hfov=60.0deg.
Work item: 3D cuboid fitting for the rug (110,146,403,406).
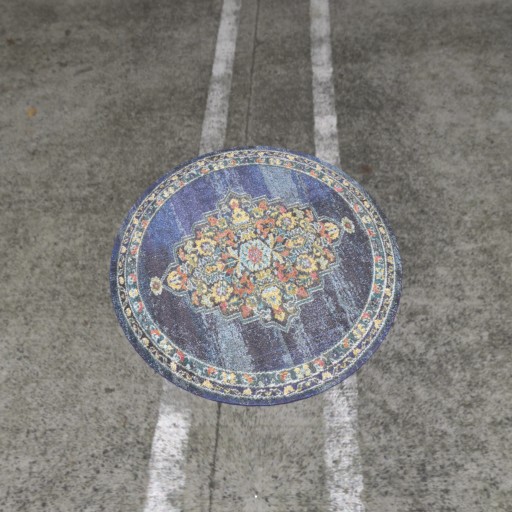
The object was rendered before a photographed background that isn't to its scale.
[{"bbox_3d":[0.000,0.000,2.438,1.591,0.010,1.591,0,62,0],"label":"rug"}]
